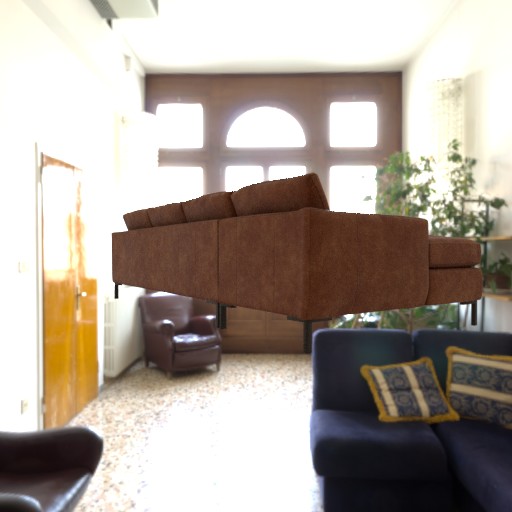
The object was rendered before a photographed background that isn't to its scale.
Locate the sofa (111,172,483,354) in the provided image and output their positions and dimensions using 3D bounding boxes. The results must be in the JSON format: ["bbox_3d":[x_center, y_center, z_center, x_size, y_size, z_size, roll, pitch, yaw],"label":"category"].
[{"bbox_3d":[0.000,0.000,3.600,1.471,0.859,2.993,0,1,-35],"label":"sofa"}]
